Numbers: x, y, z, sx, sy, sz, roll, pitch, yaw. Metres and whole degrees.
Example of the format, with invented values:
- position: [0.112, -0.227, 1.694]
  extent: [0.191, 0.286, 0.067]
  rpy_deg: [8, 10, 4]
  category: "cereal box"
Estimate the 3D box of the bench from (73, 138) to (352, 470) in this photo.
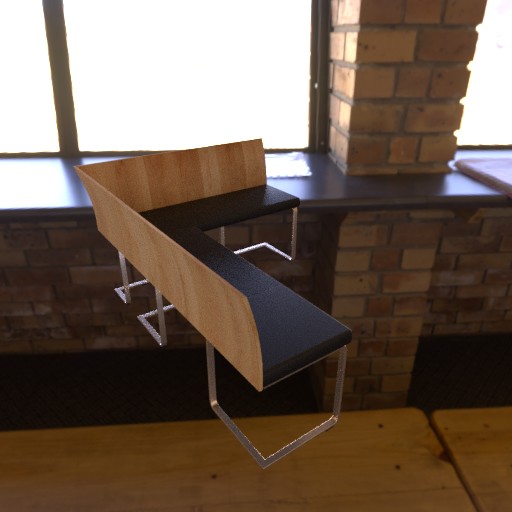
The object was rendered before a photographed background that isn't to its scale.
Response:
- position: [0.000, 0.000, 2.736]
  extent: [1.495, 0.930, 1.945]
  rpy_deg: [-18, 32, -31]
  category: "bench"
